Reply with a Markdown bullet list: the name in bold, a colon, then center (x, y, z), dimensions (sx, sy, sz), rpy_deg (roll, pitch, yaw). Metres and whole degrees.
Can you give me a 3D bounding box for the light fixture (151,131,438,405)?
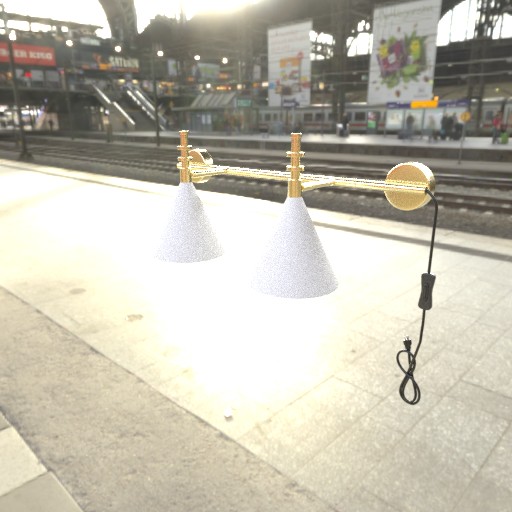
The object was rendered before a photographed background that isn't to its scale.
- **light fixture**: center (0.000, 0.000, 0.867), dimensions (0.642, 0.468, 0.239), rpy_deg (14, 22, 39)
